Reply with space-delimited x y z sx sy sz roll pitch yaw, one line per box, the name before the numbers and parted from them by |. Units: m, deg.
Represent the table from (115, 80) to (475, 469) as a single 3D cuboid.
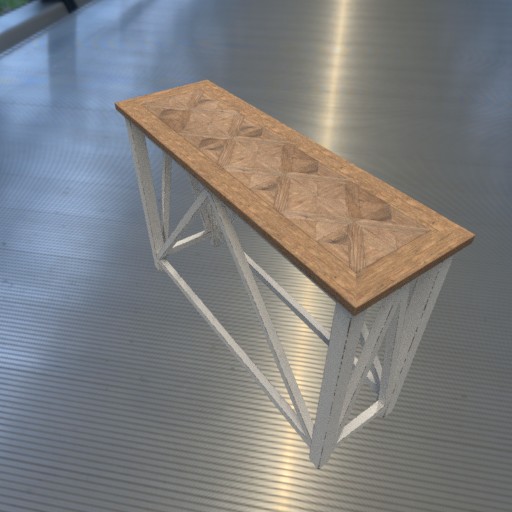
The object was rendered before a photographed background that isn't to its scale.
table | 0.000 0.000 1.826 0.450 0.930 1.400 -25 48 -26
